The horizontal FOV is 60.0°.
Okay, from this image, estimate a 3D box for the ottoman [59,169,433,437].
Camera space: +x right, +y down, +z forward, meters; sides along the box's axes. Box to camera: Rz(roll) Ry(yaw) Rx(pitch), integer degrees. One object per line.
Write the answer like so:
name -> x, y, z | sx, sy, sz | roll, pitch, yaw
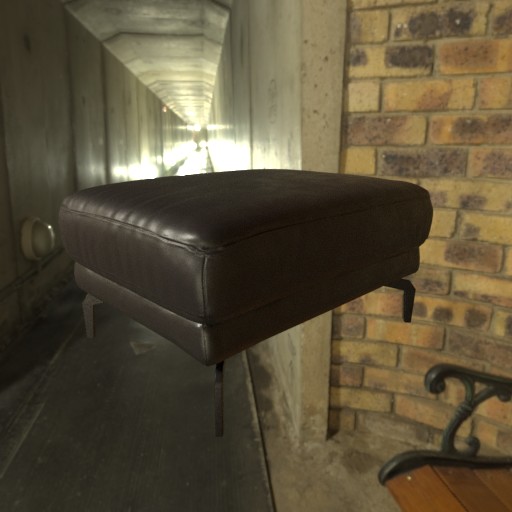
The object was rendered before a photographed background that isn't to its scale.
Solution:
ottoman -> 0.000, 0.000, 1.102 | 0.764, 0.402, 0.570 | -15, 22, -42
